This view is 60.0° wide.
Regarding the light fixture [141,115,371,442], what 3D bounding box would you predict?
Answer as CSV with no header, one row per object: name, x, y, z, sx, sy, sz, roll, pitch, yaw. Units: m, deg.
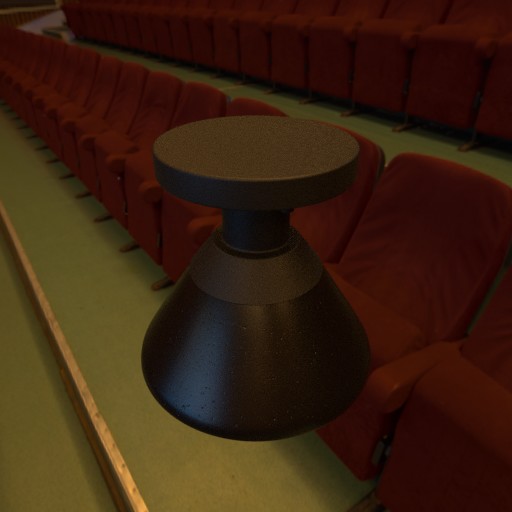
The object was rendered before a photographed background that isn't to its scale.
light fixture,0.000,0.000,0.349,0.200,0.183,0.200,0,32,0
